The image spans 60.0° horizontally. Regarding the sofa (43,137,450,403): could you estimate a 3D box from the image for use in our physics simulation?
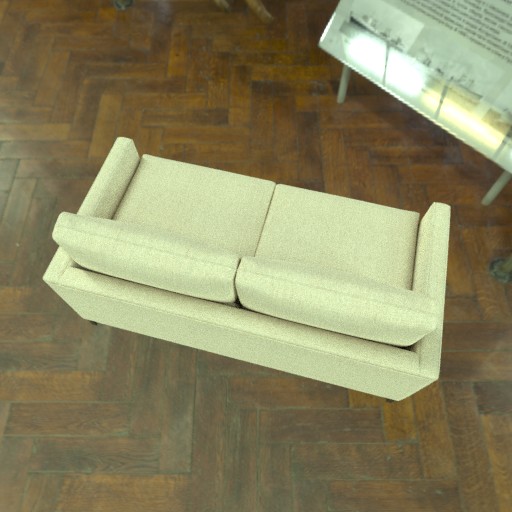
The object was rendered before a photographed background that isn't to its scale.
[{"bbox_3d":[0.000,0.000,2.070,1.651,0.812,0.839,13,63,7],"label":"sofa"}]
